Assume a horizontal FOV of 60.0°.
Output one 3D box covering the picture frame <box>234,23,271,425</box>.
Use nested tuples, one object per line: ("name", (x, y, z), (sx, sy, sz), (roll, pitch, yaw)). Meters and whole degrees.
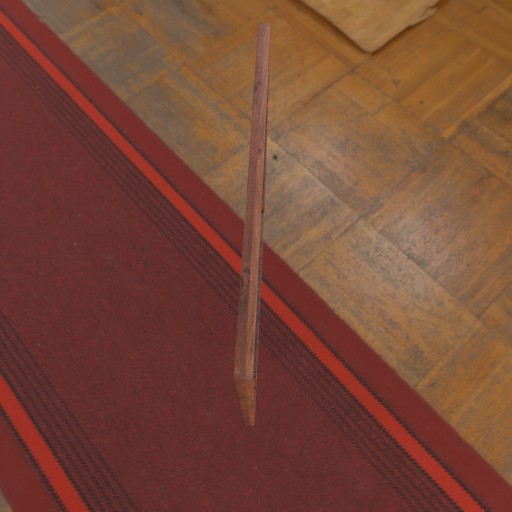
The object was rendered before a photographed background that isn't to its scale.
("picture frame", (0.000, 0.000, 1.223), (0.029, 0.817, 0.810), (3, 64, 1))
